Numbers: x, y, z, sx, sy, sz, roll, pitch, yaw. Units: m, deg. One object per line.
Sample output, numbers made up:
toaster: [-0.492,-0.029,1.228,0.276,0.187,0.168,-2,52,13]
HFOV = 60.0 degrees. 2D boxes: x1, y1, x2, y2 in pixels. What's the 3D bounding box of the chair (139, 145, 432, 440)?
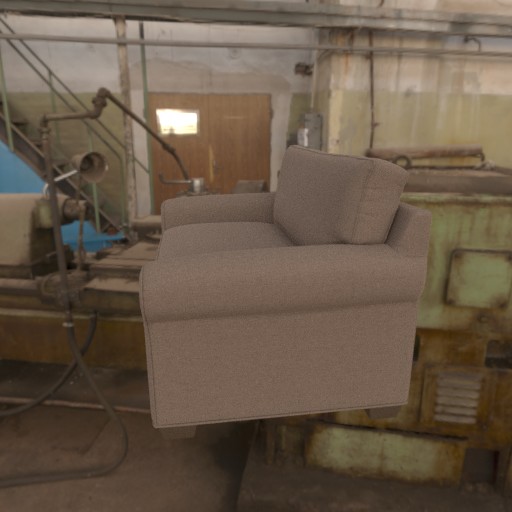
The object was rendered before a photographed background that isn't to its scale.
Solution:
chair: [0.000,0.000,2.004,0.930,0.930,1.390,-2,16,-8]
